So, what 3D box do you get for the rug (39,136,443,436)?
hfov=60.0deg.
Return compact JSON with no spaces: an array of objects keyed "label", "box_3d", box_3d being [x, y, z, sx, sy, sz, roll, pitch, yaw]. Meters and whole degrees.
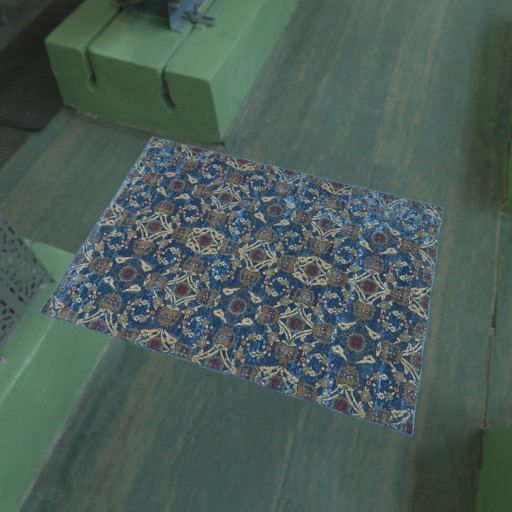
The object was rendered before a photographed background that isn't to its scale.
[{"label":"rug","box_3d":[0.000,0.000,4.248,3.291,0.013,2.337,16,59,10]}]
